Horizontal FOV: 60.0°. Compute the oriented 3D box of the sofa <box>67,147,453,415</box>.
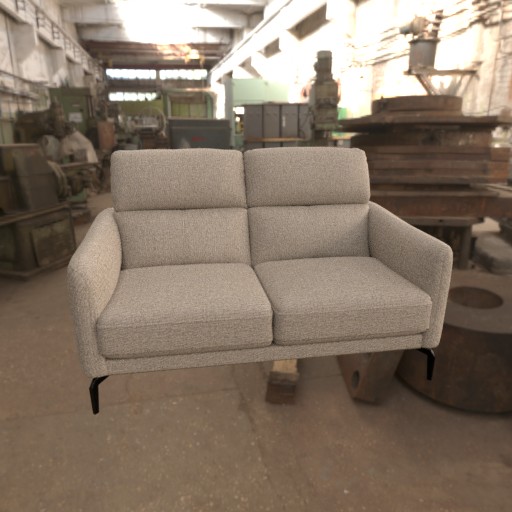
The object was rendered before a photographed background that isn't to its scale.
[{"bbox_3d":[0.000,0.000,2.079,1.540,0.950,0.905,-3,17,-9],"label":"sofa"}]
